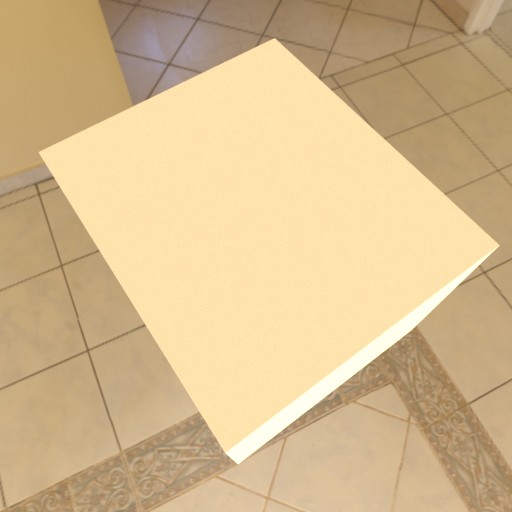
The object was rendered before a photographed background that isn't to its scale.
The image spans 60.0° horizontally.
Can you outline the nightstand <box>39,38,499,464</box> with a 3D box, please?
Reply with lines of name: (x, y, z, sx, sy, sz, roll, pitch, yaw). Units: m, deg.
nightstand: (0.000, 0.000, 0.740, 0.408, 0.351, 0.470, -32, 68, -15)
